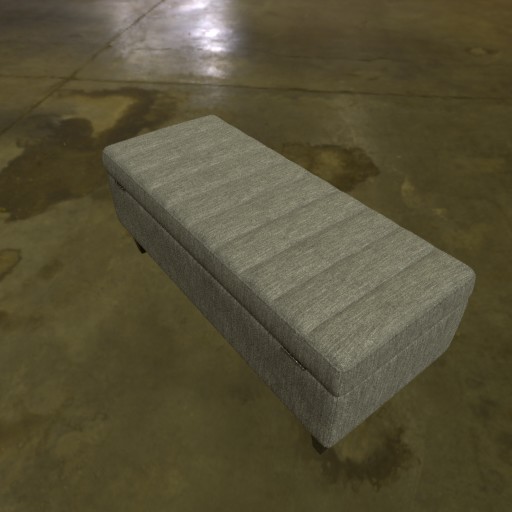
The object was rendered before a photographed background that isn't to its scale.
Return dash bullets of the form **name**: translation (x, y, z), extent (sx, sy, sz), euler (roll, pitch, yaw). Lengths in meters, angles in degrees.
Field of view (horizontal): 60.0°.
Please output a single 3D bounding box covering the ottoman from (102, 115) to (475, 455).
- **ottoman**: translation (0.000, 0.000, 1.419), extent (0.482, 0.469, 1.151), euler (-27, 48, -27)
